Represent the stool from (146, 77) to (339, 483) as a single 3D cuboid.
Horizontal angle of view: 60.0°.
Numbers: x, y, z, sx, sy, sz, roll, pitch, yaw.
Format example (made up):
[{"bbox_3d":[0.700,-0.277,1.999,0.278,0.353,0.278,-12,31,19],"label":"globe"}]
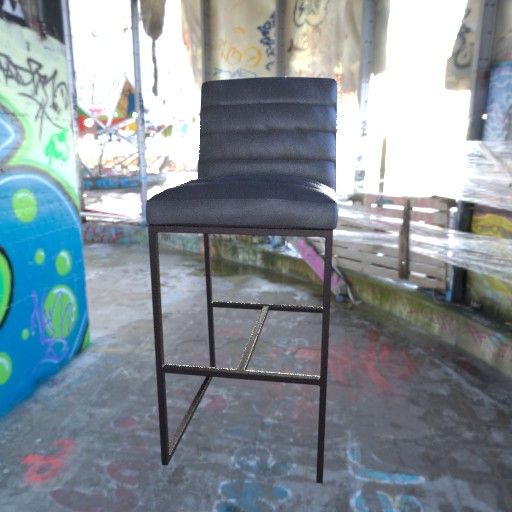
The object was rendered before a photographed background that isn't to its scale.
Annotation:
[{"bbox_3d":[0.000,0.000,1.313,0.463,1.065,0.562,2,14,9],"label":"stool"}]
